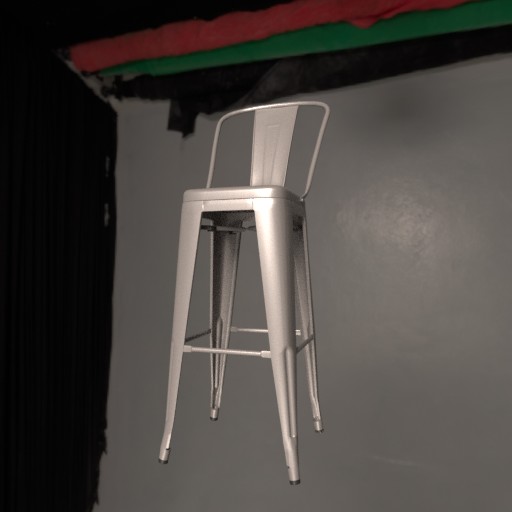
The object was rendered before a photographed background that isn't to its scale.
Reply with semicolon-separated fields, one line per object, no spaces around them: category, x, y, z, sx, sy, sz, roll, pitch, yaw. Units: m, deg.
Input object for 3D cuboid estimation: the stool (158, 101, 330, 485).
stool;0.000;0.000;1.348;0.399;1.096;0.513;0;0;18
